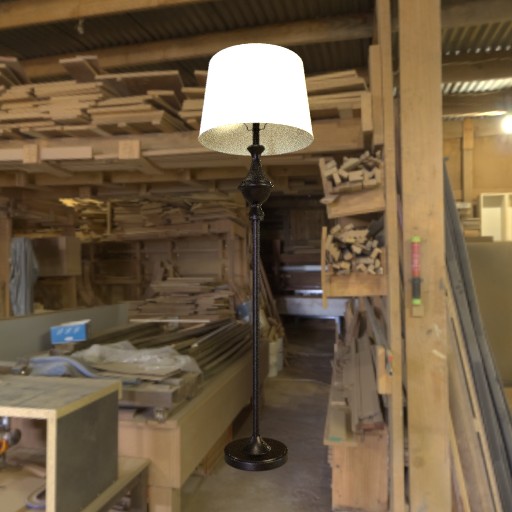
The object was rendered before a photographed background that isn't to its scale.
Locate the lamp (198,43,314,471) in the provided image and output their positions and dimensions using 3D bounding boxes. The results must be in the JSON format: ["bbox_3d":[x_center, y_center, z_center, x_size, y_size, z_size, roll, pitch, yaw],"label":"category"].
[{"bbox_3d":[0.000,0.000,1.658,0.431,1.484,0.431,0,-2,0],"label":"lamp"}]
